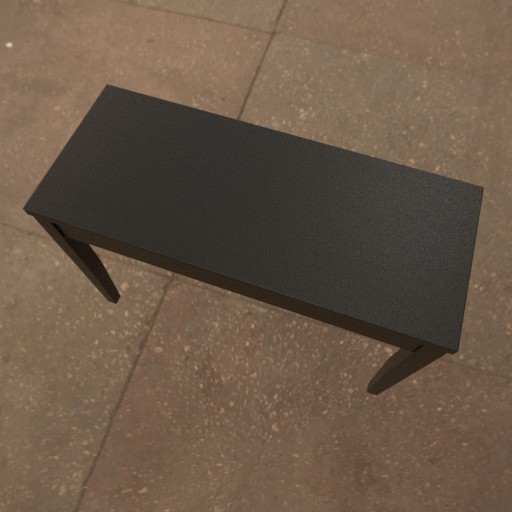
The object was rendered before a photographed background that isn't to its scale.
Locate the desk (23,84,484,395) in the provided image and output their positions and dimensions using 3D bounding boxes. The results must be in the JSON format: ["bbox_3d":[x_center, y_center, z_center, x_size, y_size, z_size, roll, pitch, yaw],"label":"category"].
[{"bbox_3d":[0.000,0.000,1.613,1.220,0.775,0.508,18,66,8],"label":"desk"}]
